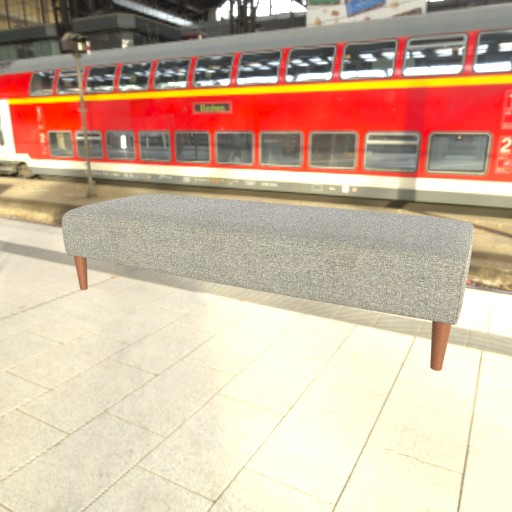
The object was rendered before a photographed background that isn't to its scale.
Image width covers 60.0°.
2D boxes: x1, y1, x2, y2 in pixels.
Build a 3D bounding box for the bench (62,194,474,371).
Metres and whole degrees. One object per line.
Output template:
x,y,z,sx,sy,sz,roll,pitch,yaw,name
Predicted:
0.000,0.000,1.848,1.598,0.384,0.631,8,18,26,bench
